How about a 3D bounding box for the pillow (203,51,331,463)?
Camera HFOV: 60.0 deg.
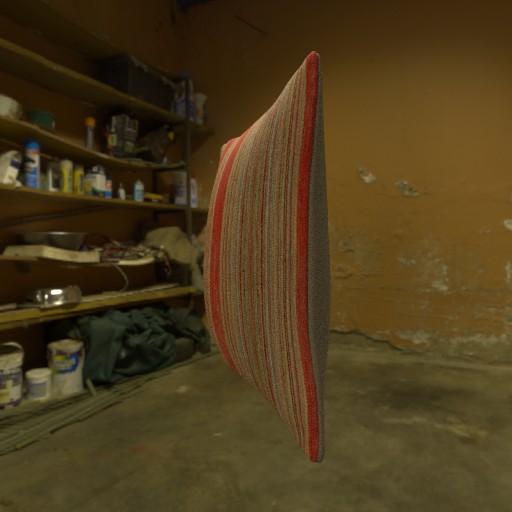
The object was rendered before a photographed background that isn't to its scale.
[{"bbox_3d":[0.000,0.000,0.648,0.136,0.419,0.437,0,1,-17],"label":"pillow"}]
